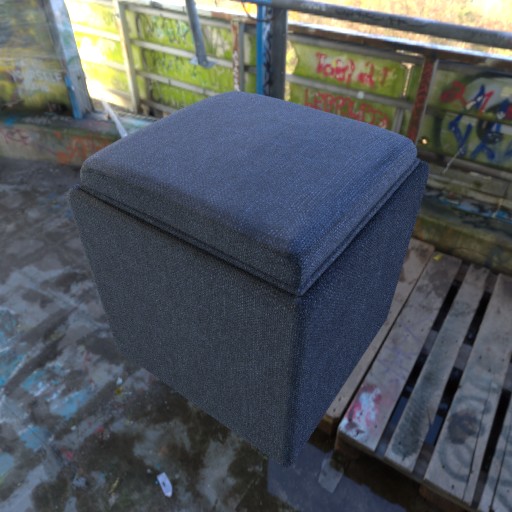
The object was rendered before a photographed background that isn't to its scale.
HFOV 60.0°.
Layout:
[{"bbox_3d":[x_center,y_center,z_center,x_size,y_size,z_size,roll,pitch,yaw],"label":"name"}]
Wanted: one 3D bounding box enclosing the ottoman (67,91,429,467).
[{"bbox_3d":[0.000,0.000,0.856,0.454,0.493,0.436,25,47,26],"label":"ottoman"}]
